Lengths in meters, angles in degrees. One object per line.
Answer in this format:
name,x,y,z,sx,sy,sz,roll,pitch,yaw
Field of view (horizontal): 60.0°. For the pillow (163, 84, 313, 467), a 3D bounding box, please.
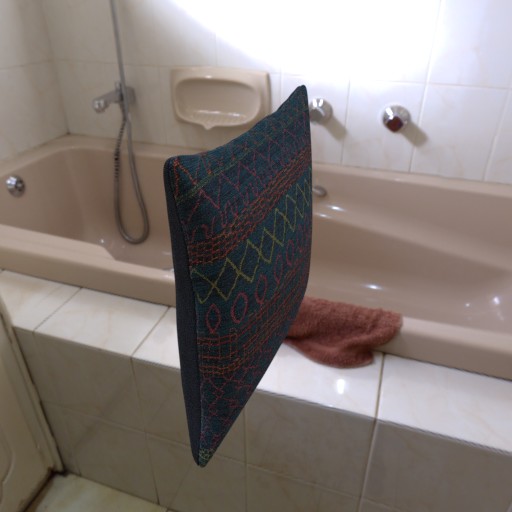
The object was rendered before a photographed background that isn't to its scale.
pillow,0.000,0.000,0.662,0.141,0.431,0.431,11,33,18
